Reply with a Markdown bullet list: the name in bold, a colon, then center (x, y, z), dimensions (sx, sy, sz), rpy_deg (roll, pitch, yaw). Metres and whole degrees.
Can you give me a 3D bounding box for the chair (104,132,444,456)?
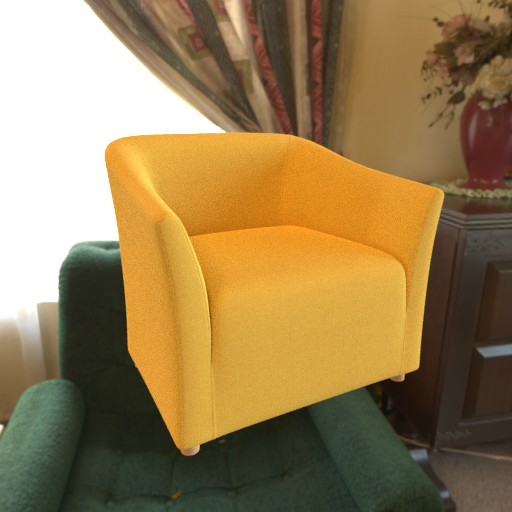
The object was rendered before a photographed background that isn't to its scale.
- **chair**: center (0.000, 0.000, 1.351), dimensions (0.790, 0.720, 0.700), rpy_deg (-8, 18, -27)
